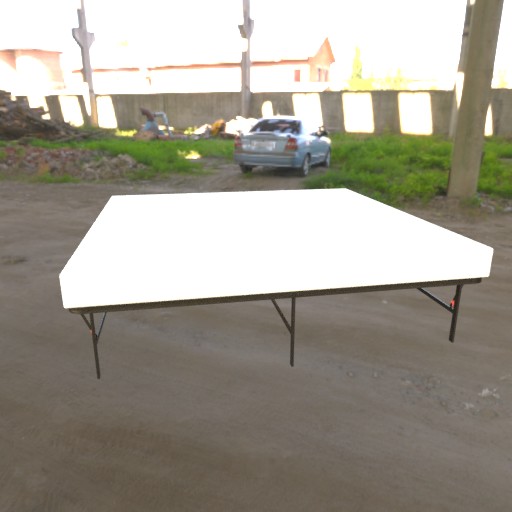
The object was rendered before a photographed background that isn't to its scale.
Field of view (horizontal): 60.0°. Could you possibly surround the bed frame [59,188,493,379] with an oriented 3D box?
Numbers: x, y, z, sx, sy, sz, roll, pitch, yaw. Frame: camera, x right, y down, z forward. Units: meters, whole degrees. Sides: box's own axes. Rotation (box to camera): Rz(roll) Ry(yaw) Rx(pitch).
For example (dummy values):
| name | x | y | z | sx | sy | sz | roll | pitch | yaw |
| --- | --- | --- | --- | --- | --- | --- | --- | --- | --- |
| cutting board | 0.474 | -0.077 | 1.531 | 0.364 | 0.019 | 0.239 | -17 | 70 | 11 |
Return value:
| name | x | y | z | sx | sy | sz | roll | pitch | yaw |
| --- | --- | --- | --- | --- | --- | --- | --- | --- | --- |
| bed frame | 0.000 | 0.000 | 3.000 | 2.032 | 0.559 | 1.930 | -3 | 18 | -10 |
